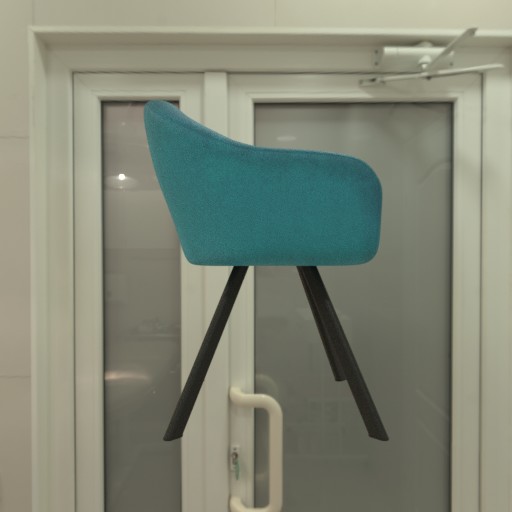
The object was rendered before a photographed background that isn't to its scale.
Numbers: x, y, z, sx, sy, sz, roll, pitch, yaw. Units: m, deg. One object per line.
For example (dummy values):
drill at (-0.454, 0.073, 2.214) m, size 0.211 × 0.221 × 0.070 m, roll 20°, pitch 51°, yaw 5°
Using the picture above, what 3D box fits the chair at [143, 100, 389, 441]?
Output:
chair at (0.000, 0.000, 1.166) m, size 0.570 × 0.780 × 0.540 m, roll 0°, pitch 1°, yaw 0°
